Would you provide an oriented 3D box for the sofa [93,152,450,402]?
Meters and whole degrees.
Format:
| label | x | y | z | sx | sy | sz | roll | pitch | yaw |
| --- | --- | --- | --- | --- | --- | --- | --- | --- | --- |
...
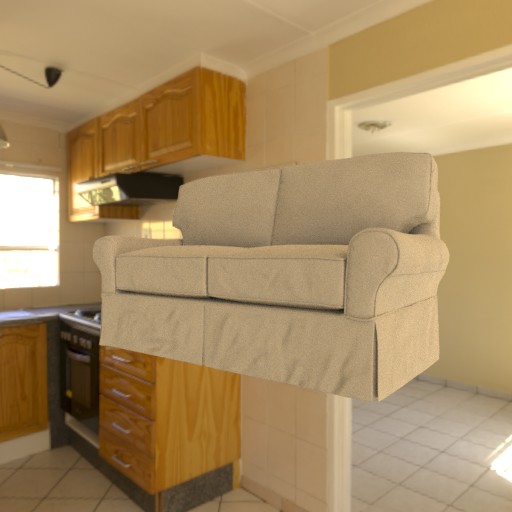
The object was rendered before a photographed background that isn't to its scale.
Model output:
| label | x | y | z | sx | sy | sz | roll | pitch | yaw |
| --- | --- | --- | --- | --- | --- | --- | --- | --- | --- |
| sofa | 0.000 | 0.000 | 2.363 | 1.823 | 1.024 | 0.841 | 1 | 1 | 37 |
